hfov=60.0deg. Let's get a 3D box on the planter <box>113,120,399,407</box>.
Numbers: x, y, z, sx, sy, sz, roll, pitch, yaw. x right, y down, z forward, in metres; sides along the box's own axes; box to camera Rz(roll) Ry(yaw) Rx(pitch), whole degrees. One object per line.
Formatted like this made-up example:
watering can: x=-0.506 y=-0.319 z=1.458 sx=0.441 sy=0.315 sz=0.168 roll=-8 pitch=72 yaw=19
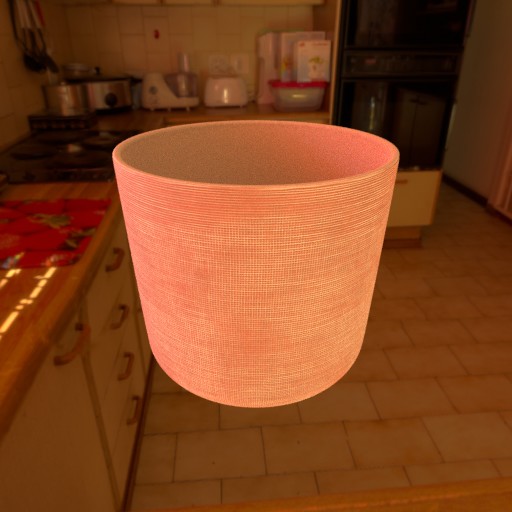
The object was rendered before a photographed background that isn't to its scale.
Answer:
planter: x=0.000 y=0.000 z=0.795 sx=0.440 sy=0.398 sz=0.440 roll=0 pitch=27 yaw=0
